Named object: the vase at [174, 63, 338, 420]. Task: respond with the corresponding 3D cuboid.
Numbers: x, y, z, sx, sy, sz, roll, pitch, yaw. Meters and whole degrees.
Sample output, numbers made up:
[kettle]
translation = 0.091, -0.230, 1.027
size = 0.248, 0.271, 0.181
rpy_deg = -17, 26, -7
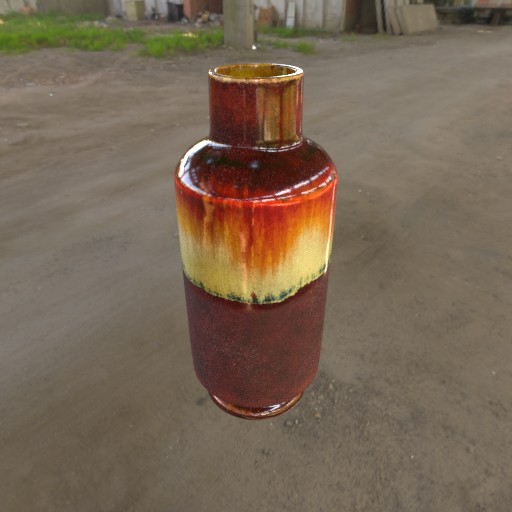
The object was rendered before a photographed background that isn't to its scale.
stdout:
[vase]
translation = 0.000, 0.000, 0.334
size = 0.111, 0.261, 0.111
rpy_deg = 0, 31, 0
